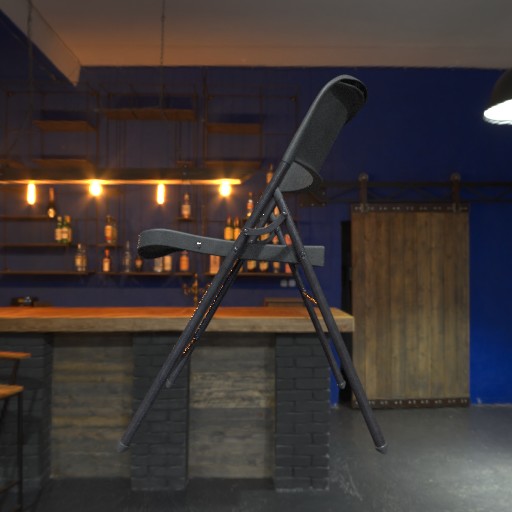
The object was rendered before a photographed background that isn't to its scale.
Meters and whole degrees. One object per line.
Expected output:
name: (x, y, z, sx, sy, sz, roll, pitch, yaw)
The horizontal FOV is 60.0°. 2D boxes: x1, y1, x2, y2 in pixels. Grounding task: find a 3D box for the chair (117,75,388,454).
chair: (0.000, 0.000, 1.149, 0.566, 0.810, 0.494, 0, -1, 1)
